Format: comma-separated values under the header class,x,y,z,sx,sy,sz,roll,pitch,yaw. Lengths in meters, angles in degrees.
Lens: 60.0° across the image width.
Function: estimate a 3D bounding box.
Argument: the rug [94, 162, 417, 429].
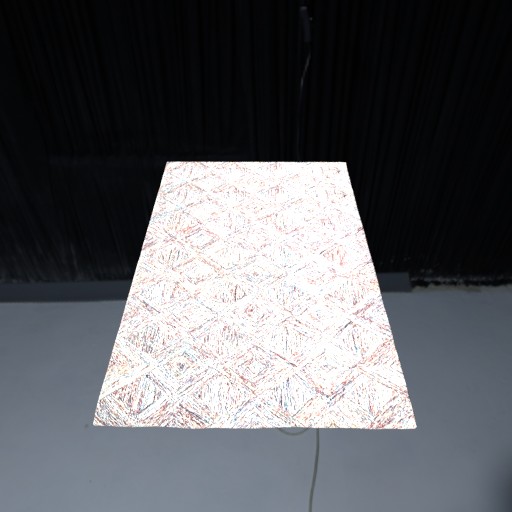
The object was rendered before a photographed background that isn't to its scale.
class,x,y,z,sx,sy,sz,roll,pitch,yaw
rug,0.000,0.000,2.184,1.143,0.014,1.761,0,43,0
